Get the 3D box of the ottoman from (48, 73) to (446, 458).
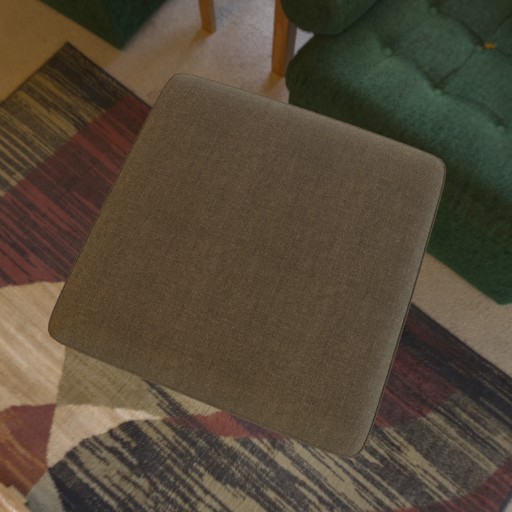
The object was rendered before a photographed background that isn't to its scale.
[{"bbox_3d":[0.000,0.000,1.639,1.067,0.559,1.067,20,76,5],"label":"ottoman"}]
